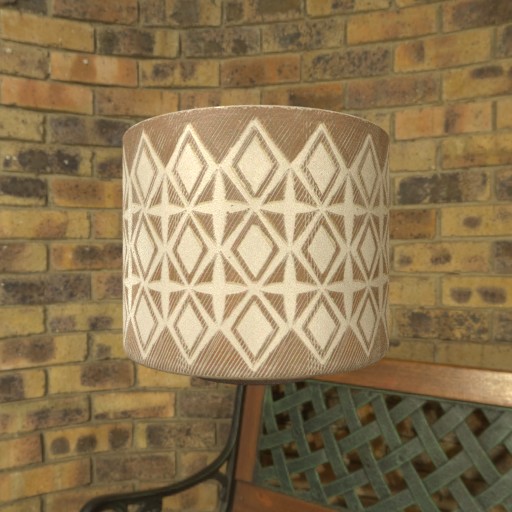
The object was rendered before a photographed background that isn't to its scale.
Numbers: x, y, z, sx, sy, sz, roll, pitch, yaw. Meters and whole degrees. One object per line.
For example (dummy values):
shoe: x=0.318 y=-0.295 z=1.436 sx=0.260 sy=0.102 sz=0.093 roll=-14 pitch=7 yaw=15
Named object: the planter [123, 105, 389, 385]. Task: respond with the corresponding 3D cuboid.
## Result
planter: x=0.000 y=0.000 z=0.335 sx=0.193 sy=0.165 sz=0.193 roll=0 pitch=0 yaw=0
